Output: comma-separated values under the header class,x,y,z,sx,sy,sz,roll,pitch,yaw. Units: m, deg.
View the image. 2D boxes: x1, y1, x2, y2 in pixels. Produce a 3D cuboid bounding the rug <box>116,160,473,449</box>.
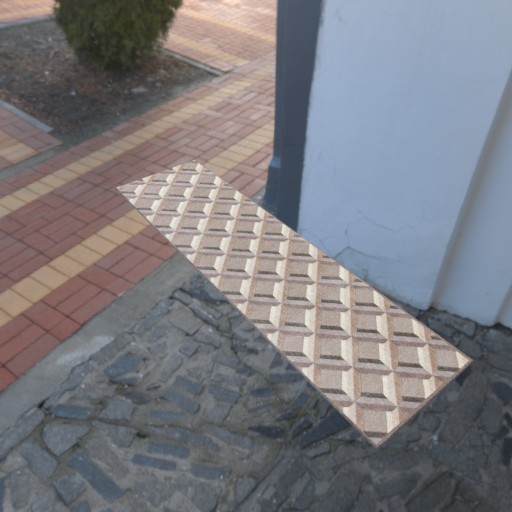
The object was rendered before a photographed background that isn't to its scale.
class,x,y,z,sx,sy,sz,roll,pitch,yaw
rug,0.000,0.000,2.636,0.685,0.013,2.437,-27,48,-28
